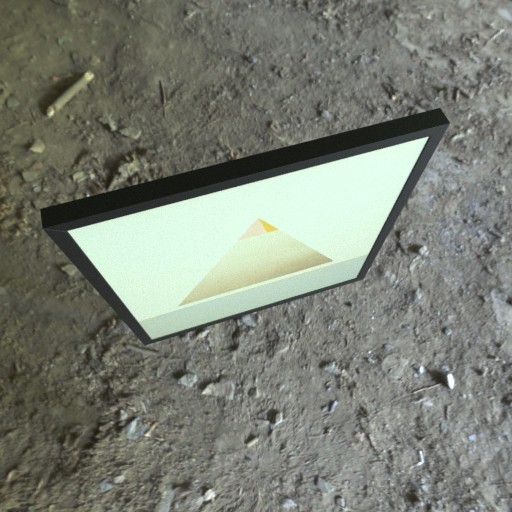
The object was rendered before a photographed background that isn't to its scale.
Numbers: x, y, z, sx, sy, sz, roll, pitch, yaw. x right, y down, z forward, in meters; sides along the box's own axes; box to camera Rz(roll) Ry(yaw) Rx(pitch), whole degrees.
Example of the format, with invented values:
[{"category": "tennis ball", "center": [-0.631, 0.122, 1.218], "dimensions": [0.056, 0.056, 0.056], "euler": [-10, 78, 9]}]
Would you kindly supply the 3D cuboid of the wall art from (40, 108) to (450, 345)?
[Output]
[{"category": "wall art", "center": [0.000, 0.000, 0.768], "dimensions": [0.513, 0.511, 0.028], "euler": [-16, 65, -8]}]
